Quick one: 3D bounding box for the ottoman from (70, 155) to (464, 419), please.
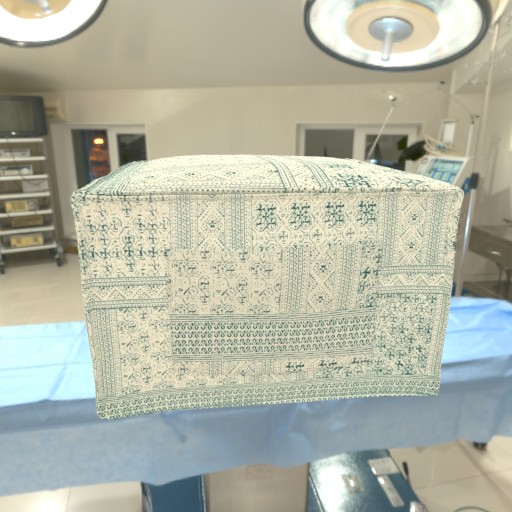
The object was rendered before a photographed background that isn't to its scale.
[{"bbox_3d":[0.000,0.000,1.003,0.617,0.439,0.626,-2,17,-6],"label":"ottoman"}]
